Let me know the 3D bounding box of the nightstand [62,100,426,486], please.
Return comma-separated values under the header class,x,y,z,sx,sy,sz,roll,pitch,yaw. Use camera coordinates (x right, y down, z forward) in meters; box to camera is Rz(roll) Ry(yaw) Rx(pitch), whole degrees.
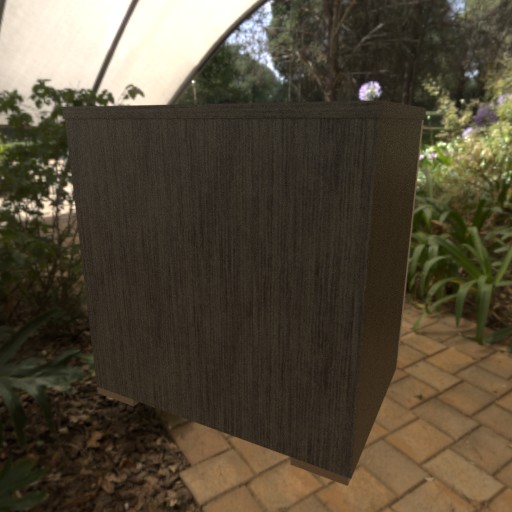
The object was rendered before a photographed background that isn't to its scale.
class,x,y,z,sx,sy,sz,roll,pitch,yaw
nightstand,0.000,0.000,0.725,0.441,0.460,0.325,9,19,26
